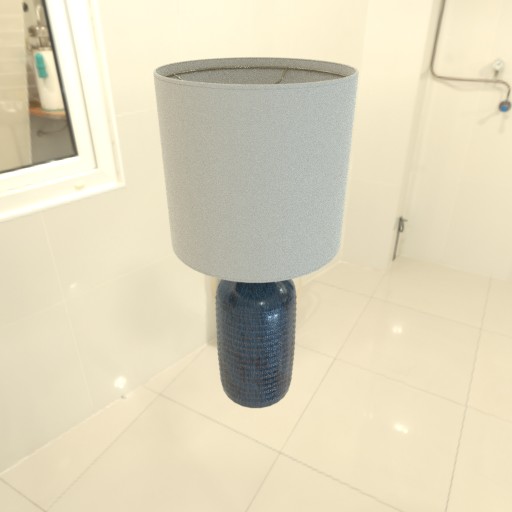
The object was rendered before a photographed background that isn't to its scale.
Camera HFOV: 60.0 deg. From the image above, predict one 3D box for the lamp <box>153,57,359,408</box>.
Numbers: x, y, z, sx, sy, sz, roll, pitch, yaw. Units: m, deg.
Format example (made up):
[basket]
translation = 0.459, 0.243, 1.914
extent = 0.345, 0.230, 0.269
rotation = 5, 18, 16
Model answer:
[lamp]
translation = 0.000, 0.000, 0.604
extent = 0.220, 0.475, 0.220
rotation = 20, 36, 31
